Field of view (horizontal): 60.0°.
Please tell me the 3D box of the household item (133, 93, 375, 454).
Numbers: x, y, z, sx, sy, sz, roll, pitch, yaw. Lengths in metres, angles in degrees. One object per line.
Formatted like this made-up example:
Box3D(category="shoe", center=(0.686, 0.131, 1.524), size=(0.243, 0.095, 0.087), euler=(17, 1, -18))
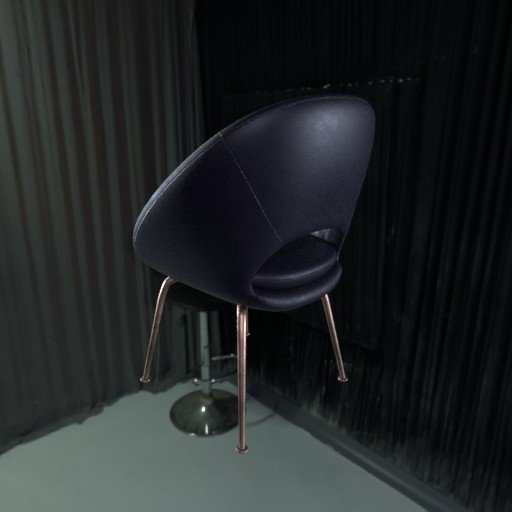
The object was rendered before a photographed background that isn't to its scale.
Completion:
Box3D(category="household item", center=(0.000, 0.000, 1.268), size=(0.573, 0.852, 0.623), euler=(16, 23, 42))
